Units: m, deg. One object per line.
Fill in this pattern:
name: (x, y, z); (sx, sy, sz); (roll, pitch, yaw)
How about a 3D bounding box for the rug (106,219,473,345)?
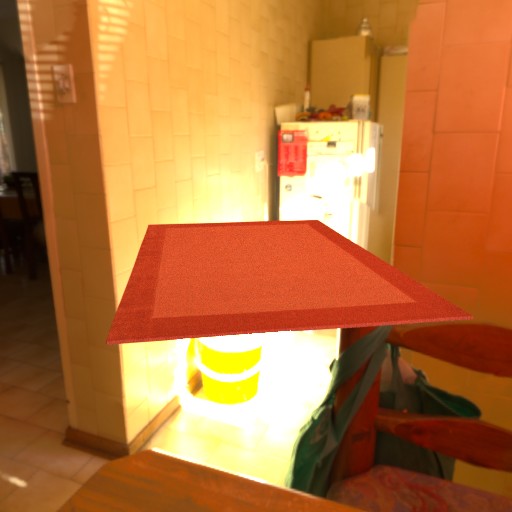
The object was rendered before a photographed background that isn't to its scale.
rug: (0.000, 0.000, 2.301); (1.219, 0.014, 1.829); (-2, 15, -9)
